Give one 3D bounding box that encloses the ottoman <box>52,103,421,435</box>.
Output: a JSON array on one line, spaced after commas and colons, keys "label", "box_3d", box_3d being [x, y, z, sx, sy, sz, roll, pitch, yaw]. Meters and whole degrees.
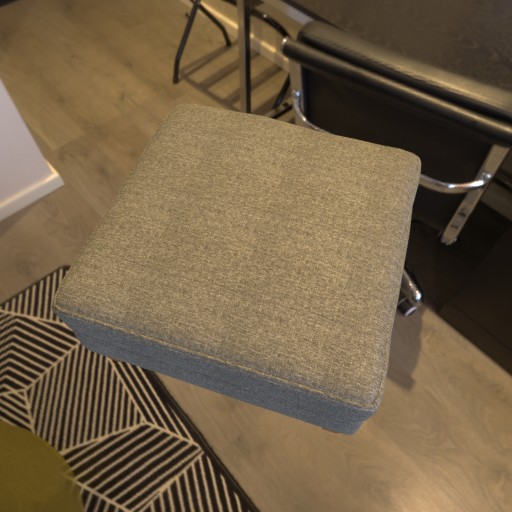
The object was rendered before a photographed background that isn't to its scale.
[{"label": "ottoman", "box_3d": [0.000, 0.000, 1.386, 0.838, 0.481, 0.838, 15, 59, 9]}]
